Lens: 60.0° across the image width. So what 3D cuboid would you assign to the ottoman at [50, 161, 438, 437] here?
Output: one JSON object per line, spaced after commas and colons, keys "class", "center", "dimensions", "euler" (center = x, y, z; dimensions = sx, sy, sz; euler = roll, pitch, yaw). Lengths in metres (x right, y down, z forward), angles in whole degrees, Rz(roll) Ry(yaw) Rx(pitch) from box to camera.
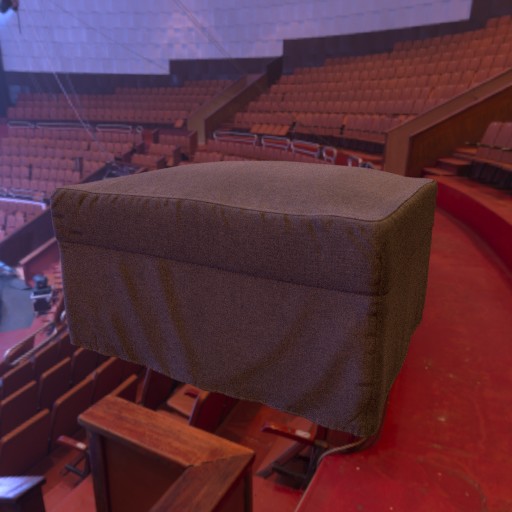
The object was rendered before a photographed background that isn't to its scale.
{"class": "ottoman", "center": [0.000, 0.000, 1.216], "dimensions": [0.833, 0.492, 0.652], "euler": [9, 19, 27]}
